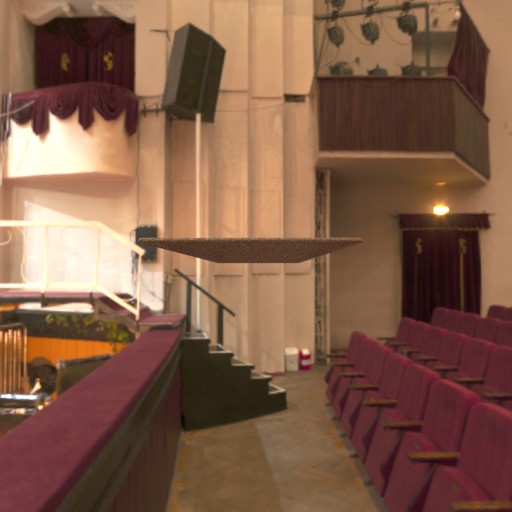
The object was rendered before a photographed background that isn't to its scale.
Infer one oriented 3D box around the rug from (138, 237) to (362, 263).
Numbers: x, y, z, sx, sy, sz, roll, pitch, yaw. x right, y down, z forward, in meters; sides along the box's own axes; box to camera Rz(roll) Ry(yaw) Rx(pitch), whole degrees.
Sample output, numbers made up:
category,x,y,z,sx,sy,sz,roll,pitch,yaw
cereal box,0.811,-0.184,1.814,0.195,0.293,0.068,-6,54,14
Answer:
category,x,y,z,sx,sy,sz,roll,pitch,yaw
rug,0.000,0.000,2.436,0.659,0.019,2.297,0,-2,1
